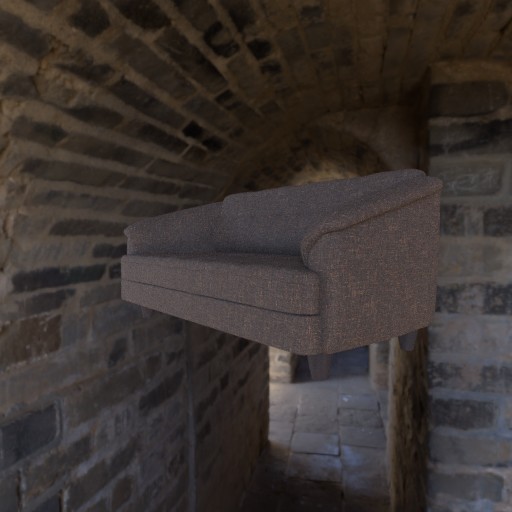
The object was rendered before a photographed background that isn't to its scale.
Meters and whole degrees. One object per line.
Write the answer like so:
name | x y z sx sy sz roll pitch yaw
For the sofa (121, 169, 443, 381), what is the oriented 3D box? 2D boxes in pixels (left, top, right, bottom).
sofa | 0.000 0.000 2.289 0.887 0.790 1.849 -2 3 -36
